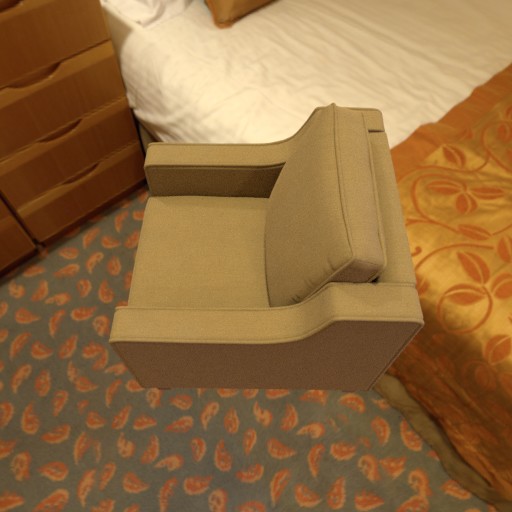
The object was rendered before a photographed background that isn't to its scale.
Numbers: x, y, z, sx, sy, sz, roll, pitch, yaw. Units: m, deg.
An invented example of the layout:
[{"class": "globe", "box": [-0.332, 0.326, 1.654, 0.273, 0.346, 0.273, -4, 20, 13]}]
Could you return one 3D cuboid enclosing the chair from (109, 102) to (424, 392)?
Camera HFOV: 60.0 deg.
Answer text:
[{"class": "chair", "box": [0.000, 0.000, 1.670, 0.909, 0.960, 0.831, 1, 58, 0]}]
